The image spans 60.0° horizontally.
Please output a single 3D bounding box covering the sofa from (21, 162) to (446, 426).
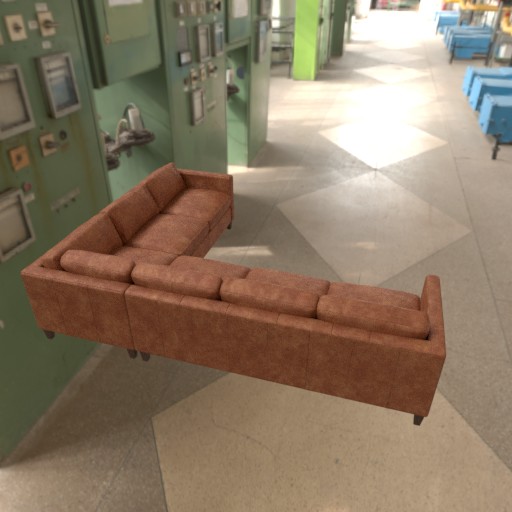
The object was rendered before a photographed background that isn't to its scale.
[{"bbox_3d":[0.000,0.000,4.195,3.167,0.838,2.438,9,33,14],"label":"sofa"}]
